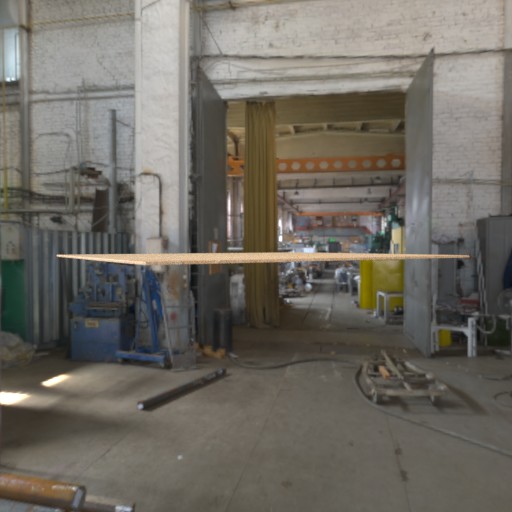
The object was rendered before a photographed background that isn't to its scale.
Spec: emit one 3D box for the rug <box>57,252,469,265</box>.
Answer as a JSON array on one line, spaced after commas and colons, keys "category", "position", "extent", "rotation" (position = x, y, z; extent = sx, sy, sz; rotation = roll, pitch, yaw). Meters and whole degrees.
[{"category": "rug", "position": [0.000, 0.000, 4.160], "extent": [3.039, 0.019, 2.420], "rotation": [-1, 1, -34]}]
